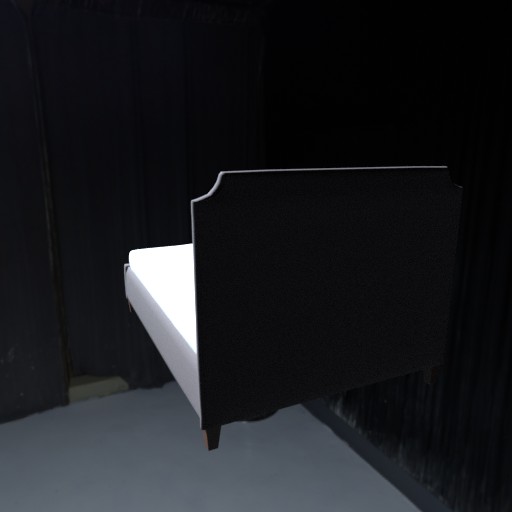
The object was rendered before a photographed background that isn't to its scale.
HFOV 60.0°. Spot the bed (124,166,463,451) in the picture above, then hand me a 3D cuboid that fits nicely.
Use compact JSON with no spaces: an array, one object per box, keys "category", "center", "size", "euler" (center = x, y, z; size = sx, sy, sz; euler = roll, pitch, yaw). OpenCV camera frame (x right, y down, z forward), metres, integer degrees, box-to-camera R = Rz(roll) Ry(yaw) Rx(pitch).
[{"category":"bed","center":[0.000,0.000,3.486],"size":[1.713,1.443,2.372],"euler":[-6,15,-25]}]
